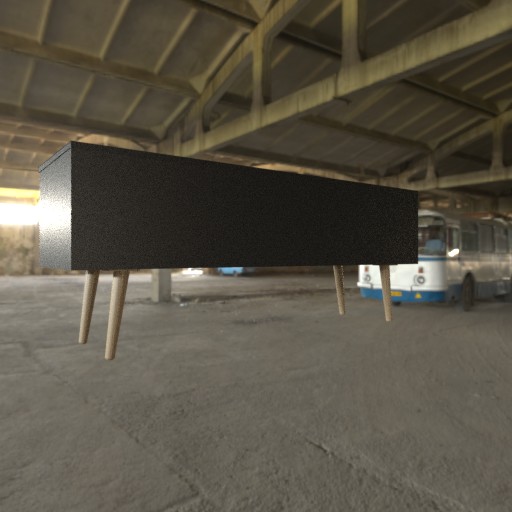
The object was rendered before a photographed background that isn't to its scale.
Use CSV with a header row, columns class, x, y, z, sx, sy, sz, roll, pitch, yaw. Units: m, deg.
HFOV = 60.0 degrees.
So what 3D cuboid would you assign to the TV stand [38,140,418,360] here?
class,x,y,z,sx,sy,sz,roll,pitch,yaw
TV stand,0.000,0.000,1.535,1.312,0.518,0.390,0,0,-36
